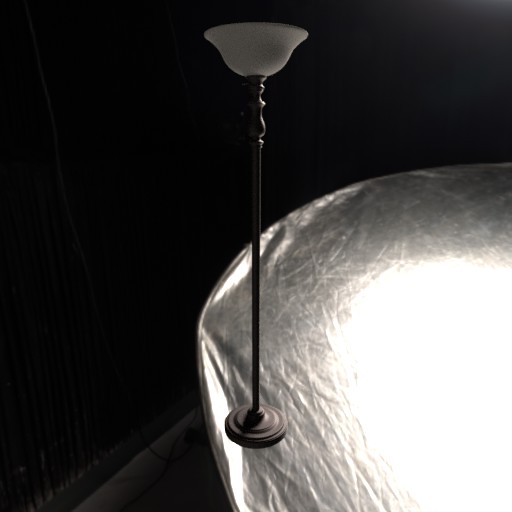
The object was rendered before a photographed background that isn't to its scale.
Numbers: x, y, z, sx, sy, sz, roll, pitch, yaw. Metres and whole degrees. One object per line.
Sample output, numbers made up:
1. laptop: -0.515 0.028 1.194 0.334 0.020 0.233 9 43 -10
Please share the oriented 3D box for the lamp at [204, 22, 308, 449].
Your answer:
1. lamp: 0.000 0.000 1.976 0.405 1.797 0.405 9 17 29
